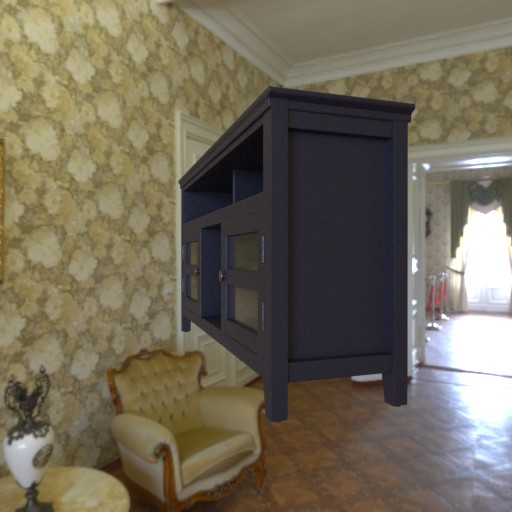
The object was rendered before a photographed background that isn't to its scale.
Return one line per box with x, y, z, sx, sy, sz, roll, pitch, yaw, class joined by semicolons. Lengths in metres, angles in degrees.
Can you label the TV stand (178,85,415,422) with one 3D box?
0.000;0.000;1.496;0.347;0.681;1.198;0;0;-18;TV stand
